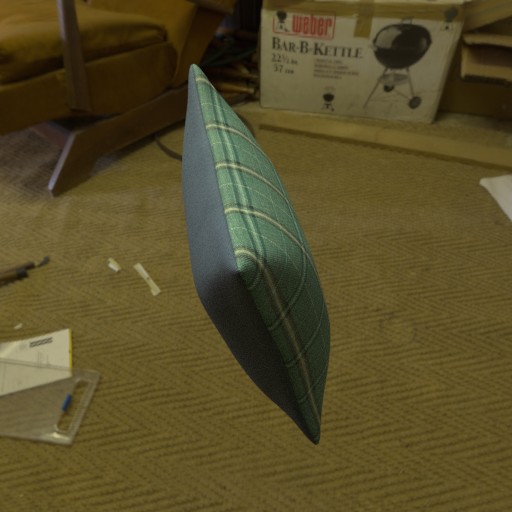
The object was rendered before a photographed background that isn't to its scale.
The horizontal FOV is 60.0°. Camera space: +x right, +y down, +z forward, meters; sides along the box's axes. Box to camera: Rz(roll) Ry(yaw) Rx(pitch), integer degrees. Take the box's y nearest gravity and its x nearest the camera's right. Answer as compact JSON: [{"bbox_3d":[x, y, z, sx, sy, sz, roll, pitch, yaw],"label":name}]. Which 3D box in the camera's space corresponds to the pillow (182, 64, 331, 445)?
[{"bbox_3d":[0.000,0.000,0.695,0.200,0.430,0.453,-8,45,-8],"label":"pillow"}]
